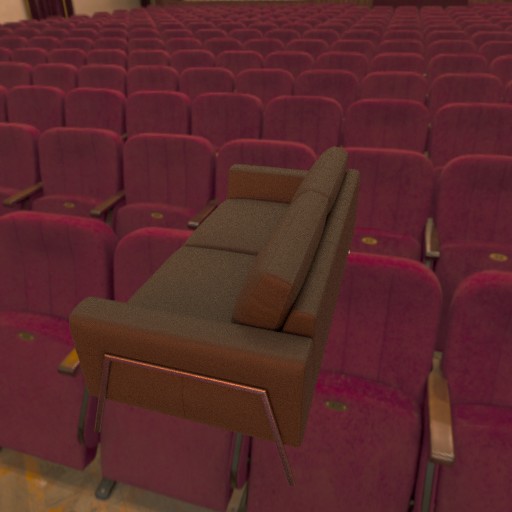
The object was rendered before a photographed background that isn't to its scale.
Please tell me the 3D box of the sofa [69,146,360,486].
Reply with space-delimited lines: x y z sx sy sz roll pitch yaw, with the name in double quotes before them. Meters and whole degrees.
"sofa" 0.000 0.000 2.511 0.953 0.875 2.017 8 30 15
